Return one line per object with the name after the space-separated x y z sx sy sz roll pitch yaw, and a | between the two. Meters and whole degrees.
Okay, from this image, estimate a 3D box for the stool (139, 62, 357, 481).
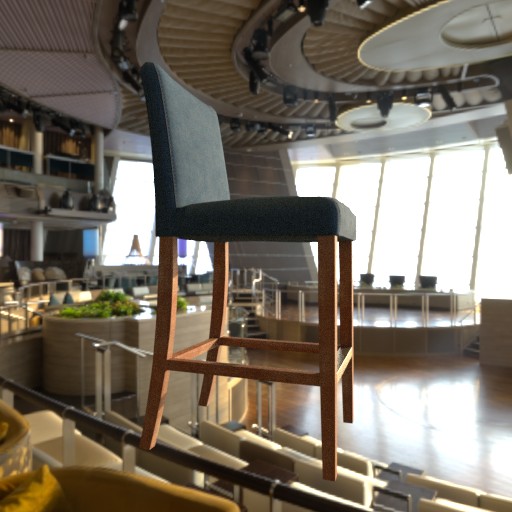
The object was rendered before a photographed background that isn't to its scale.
0.000 0.000 1.356 0.574 1.088 0.454 0 0 18 | stool
